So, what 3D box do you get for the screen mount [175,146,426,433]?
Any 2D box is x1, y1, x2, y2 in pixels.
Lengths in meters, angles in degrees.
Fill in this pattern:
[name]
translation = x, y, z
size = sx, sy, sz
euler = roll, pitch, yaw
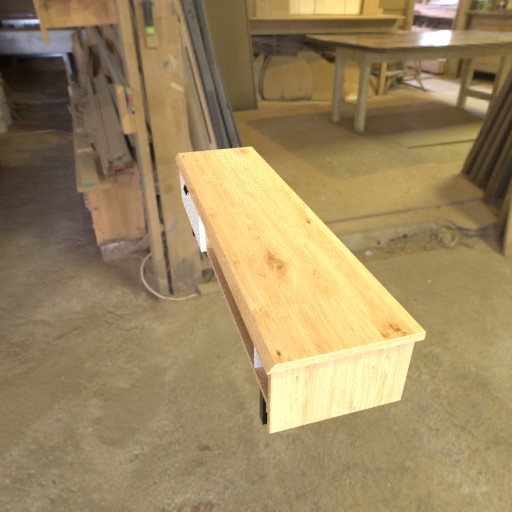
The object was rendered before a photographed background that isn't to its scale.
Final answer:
[screen mount]
translation = 0.000, 0.000, 1.944
size = 0.450, 0.430, 1.700
euler = -9, 32, -14
